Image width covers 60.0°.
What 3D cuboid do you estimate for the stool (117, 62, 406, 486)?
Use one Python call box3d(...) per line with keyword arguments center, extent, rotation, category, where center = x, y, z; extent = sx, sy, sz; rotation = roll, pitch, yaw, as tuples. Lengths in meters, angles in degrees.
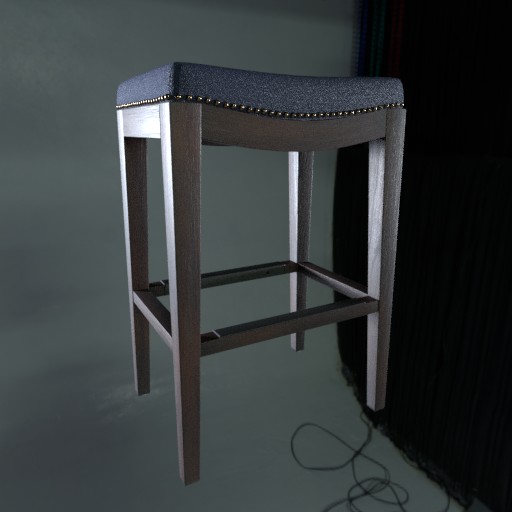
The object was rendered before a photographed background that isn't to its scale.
box3d(center=(0.000, 0.000, 0.984), extent=(0.498, 0.740, 0.358), rotation=(-9, 18, -28), category="stool")
